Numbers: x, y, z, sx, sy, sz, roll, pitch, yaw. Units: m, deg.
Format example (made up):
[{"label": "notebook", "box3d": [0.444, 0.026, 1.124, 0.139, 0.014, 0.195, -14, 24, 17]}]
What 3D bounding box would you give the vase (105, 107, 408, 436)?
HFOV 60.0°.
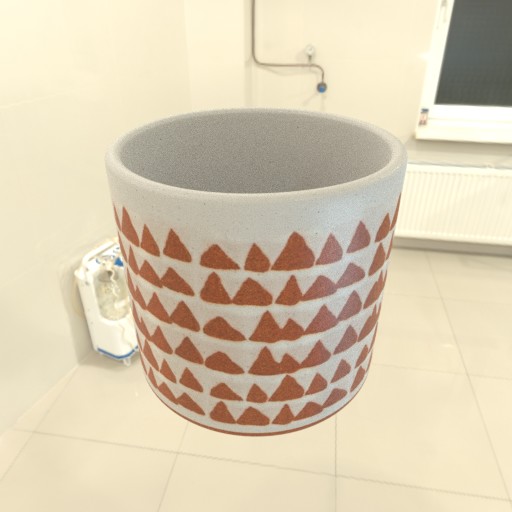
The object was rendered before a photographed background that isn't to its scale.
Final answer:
[{"label": "vase", "box3d": [0.000, 0.000, 0.239, 0.137, 0.127, 0.137, 0, 31, 0]}]
